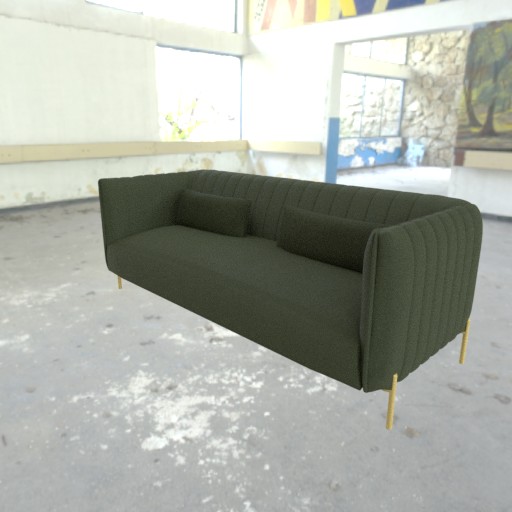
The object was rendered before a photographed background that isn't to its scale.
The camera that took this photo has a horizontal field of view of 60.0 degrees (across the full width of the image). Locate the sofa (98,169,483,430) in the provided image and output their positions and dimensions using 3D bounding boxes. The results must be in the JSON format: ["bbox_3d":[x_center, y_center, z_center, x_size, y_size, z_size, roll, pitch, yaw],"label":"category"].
[{"bbox_3d":[0.000,0.000,2.506,0.896,0.793,2.137,-16,23,-42],"label":"sofa"}]
